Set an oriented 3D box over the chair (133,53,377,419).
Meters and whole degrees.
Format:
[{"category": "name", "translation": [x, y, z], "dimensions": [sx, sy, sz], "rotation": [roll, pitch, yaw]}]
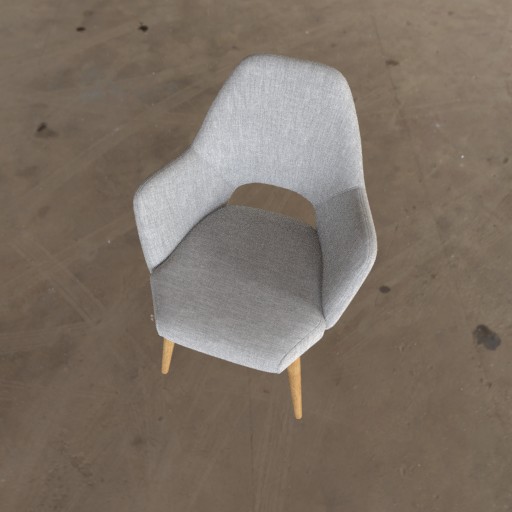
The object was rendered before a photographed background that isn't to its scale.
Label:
[{"category": "chair", "translation": [0.000, 0.000, 1.227], "dimensions": [0.590, 0.840, 0.610], "rotation": [15, 58, 10]}]
